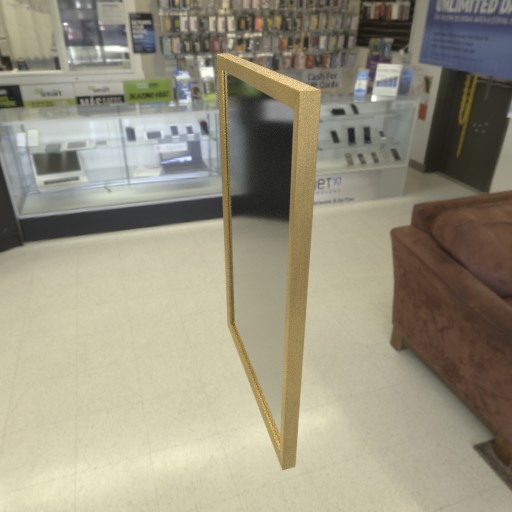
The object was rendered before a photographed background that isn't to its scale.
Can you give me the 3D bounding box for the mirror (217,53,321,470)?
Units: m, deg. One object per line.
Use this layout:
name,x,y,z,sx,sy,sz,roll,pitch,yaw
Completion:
mirror,0.000,0.000,1.159,0.040,0.915,0.609,-8,31,-14
